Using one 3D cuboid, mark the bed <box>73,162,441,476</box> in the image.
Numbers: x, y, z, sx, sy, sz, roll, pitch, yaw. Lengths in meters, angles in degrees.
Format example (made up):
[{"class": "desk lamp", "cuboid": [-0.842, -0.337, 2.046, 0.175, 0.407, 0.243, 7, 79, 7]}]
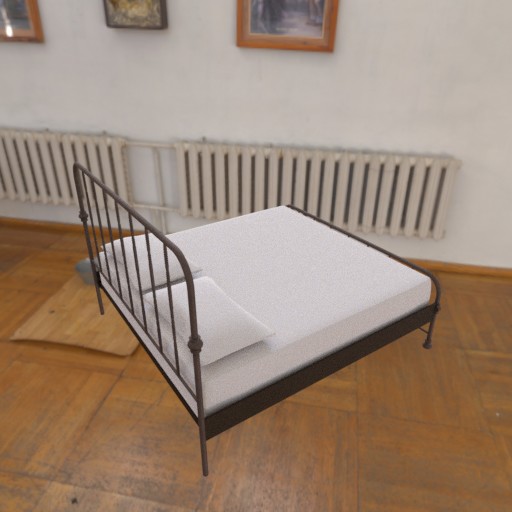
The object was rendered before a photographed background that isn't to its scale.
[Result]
[{"class": "bed", "cuboid": [0.000, 0.000, 3.513, 2.134, 1.446, 2.044, -18, 32, -30]}]
